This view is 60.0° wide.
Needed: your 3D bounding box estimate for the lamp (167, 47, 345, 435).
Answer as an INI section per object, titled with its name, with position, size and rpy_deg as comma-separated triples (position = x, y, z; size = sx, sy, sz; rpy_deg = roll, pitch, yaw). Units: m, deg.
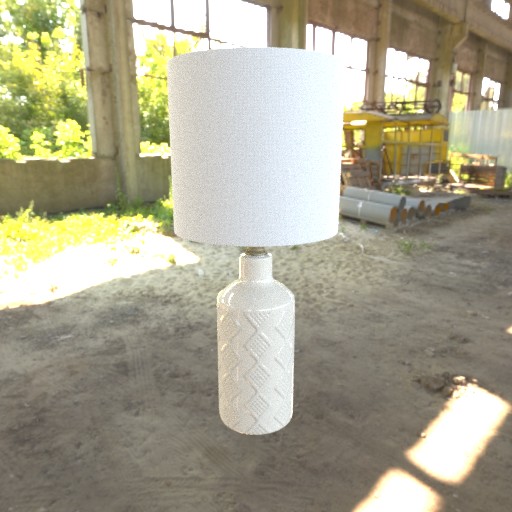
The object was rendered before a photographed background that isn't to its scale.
[lamp]
position = 0.000, 0.000, 0.577
size = 0.207, 0.461, 0.207
rpy_deg = 2, 14, 10
